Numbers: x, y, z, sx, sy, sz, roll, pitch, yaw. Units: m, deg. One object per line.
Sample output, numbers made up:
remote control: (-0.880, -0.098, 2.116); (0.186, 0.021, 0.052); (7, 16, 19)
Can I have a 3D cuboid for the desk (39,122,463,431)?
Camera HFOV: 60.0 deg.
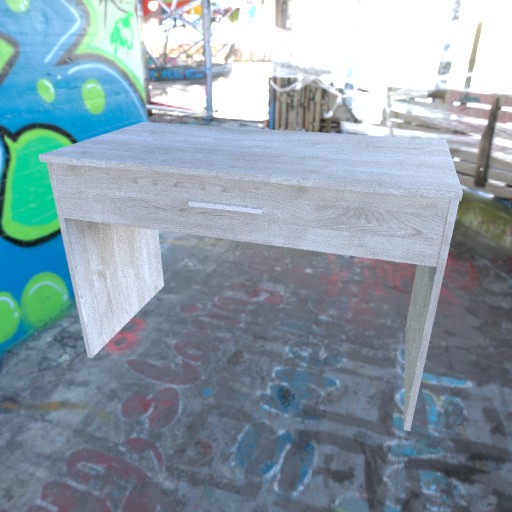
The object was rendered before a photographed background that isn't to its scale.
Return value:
desk: (0.000, 0.000, 1.492); (1.100, 0.730, 0.560); (8, 27, 16)
